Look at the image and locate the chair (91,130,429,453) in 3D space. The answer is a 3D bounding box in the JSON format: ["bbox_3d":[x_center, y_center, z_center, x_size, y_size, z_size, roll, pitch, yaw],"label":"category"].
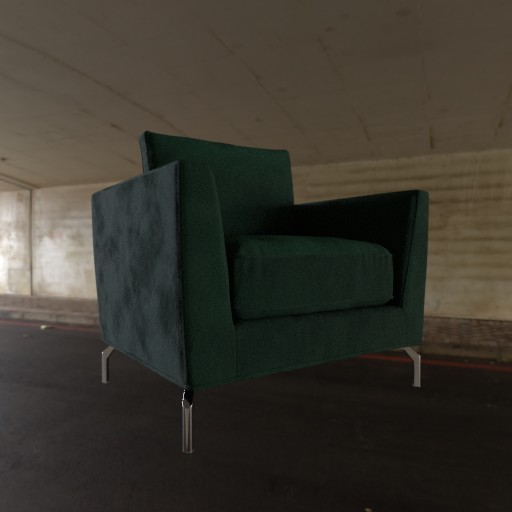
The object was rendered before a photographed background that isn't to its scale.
[{"bbox_3d":[0.000,0.000,1.739,1.047,0.997,0.852,-1,1,-35],"label":"chair"}]
